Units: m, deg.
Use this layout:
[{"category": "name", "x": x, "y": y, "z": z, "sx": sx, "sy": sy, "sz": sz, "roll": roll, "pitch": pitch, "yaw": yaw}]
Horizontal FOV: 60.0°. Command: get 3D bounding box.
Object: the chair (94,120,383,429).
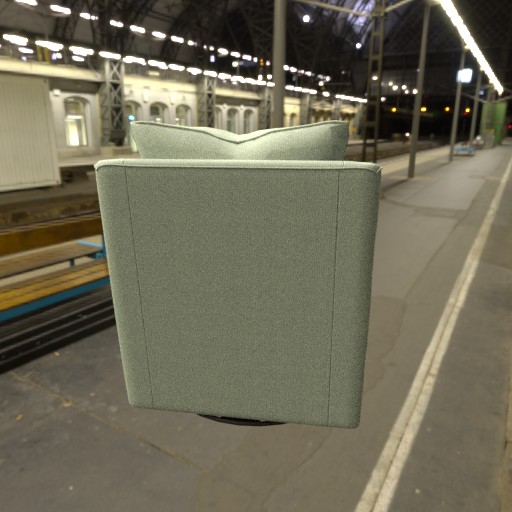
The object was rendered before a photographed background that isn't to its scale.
[{"category": "chair", "x": 0.000, "y": 0.000, "z": 1.605, "sx": 0.760, "sy": 0.926, "sz": 0.870, "roll": 3, "pitch": 16, "yaw": 9}]
